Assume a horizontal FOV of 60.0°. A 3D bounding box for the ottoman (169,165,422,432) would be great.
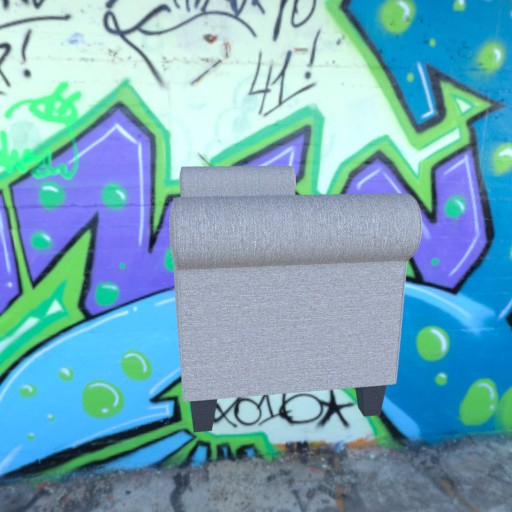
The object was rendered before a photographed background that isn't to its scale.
[{"bbox_3d":[0.000,0.000,1.522,0.521,0.547,1.256,-2,15,-8],"label":"ottoman"}]
